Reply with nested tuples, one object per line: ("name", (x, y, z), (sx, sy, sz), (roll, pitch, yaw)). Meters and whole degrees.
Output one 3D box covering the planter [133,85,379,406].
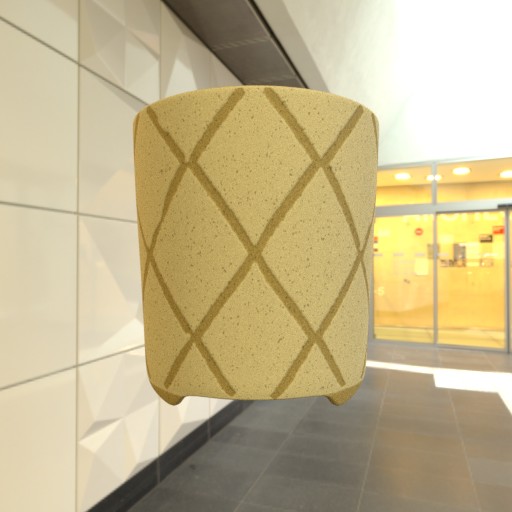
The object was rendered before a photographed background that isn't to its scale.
("planter", (0.000, 0.000, 0.354), (0.191, 0.199, 0.191), (0, -1, 0))
